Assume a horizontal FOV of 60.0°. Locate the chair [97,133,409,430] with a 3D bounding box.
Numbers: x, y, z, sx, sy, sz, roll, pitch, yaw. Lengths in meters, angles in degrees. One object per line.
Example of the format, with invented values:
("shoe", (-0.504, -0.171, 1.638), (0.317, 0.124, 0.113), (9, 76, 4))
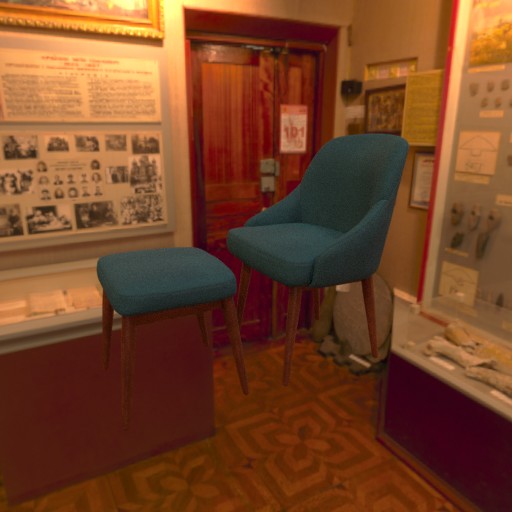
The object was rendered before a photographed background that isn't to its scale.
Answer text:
("chair", (0.000, 0.000, 1.647), (1.114, 0.866, 0.584), (-8, 18, -26))
